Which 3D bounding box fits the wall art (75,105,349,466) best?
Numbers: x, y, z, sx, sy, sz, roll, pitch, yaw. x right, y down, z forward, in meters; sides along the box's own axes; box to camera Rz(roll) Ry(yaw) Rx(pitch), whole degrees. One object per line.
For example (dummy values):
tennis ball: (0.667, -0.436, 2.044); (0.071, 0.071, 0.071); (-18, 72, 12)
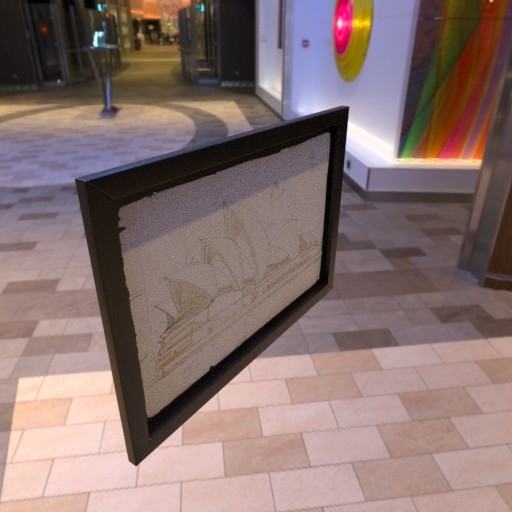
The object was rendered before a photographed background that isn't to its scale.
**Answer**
wall art: (0.000, 0.000, 0.553); (0.013, 0.306, 0.440); (18, 32, 32)
